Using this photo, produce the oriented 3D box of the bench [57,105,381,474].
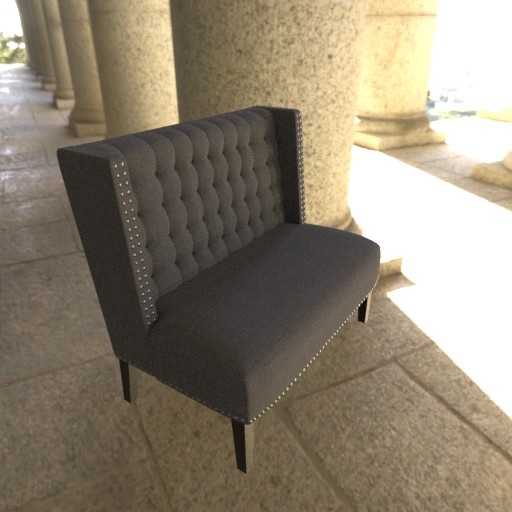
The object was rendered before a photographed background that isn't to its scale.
[{"bbox_3d":[0.000,0.000,2.043,0.842,1.121,1.276,17,31,30],"label":"bench"}]
